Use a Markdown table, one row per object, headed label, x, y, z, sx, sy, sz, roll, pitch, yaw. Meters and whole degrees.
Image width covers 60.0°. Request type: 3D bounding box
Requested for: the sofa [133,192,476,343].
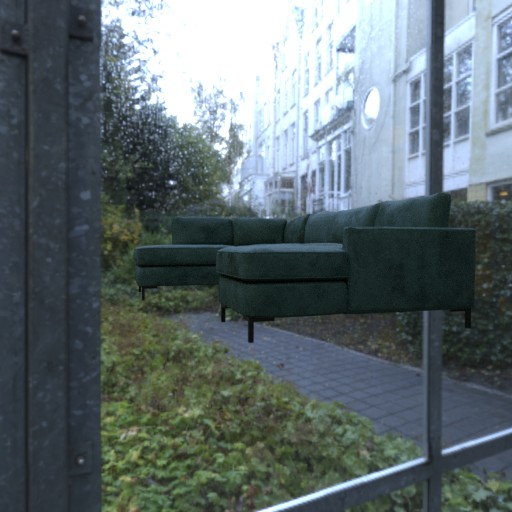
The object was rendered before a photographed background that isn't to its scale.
| label | x | y | z | sx | sy | sz | roll | pitch | yaw |
| --- | --- | --- | --- | --- | --- | --- | --- | --- | --- |
| sofa | 0.000 | 0.000 | 3.849 | 1.992 | 0.861 | 2.994 | 0 | 1 | -17 |
